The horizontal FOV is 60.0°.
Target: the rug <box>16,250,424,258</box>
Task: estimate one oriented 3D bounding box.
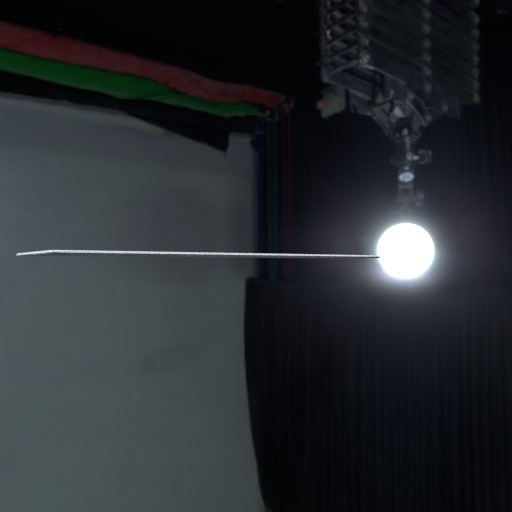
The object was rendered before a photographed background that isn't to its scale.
[{"bbox_3d":[0.000,0.000,2.485,2.294,0.011,0.666,1,-1,-37],"label":"rug"}]
